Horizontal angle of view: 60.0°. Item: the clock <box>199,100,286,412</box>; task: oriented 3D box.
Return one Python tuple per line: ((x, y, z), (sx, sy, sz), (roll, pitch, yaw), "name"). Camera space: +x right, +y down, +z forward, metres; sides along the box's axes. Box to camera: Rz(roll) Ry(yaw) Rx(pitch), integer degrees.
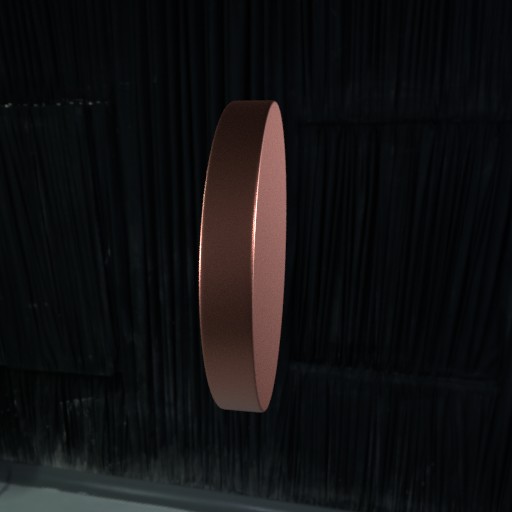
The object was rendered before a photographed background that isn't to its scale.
((0.000, 0.000, 0.474), (0.040, 0.313, 0.313), (2, 15, 8), "clock")
